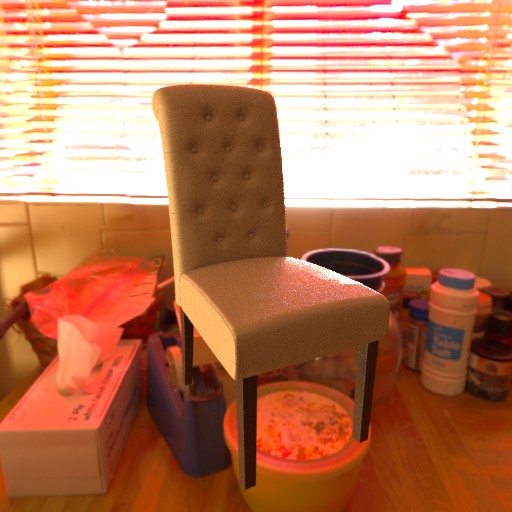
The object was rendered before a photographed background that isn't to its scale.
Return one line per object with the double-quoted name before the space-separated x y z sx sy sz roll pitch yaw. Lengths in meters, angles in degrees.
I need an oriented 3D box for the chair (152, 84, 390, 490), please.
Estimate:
"chair" 0.000 0.000 1.335 0.456 1.006 0.671 -8 18 -27
